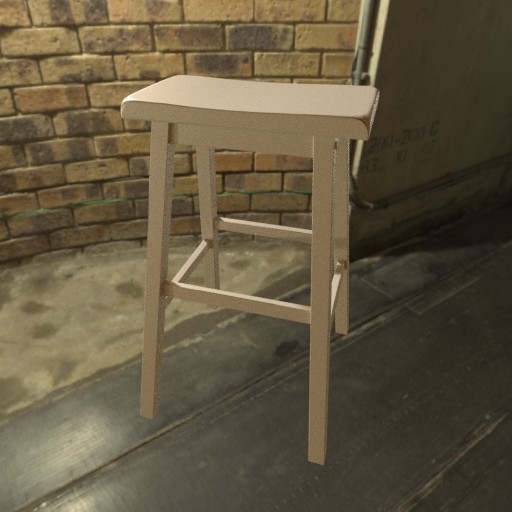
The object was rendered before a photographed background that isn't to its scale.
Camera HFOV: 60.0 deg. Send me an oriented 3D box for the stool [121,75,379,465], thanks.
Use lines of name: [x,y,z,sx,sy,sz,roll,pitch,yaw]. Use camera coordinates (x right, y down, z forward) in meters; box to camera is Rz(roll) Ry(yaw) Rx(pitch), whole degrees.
stool: [0.000,0.000,1.039,0.457,0.737,0.476,9,34,14]
